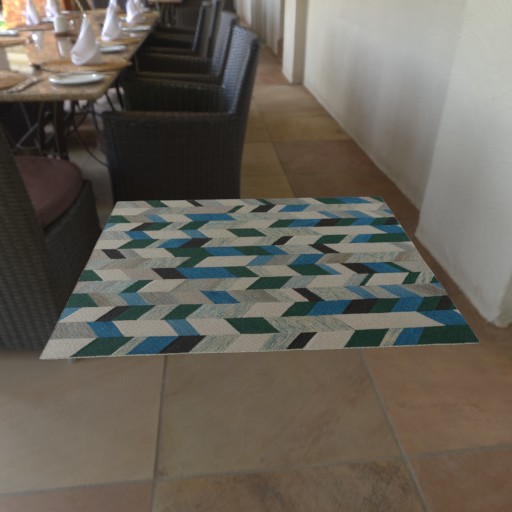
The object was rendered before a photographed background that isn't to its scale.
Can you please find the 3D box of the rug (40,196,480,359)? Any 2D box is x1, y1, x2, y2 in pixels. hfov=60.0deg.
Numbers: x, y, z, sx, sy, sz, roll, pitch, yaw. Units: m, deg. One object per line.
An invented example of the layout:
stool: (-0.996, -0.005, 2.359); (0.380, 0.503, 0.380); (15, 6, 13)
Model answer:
rug: (0.000, 0.000, 4.060); (3.036, 0.008, 2.440); (-1, 32, -2)
